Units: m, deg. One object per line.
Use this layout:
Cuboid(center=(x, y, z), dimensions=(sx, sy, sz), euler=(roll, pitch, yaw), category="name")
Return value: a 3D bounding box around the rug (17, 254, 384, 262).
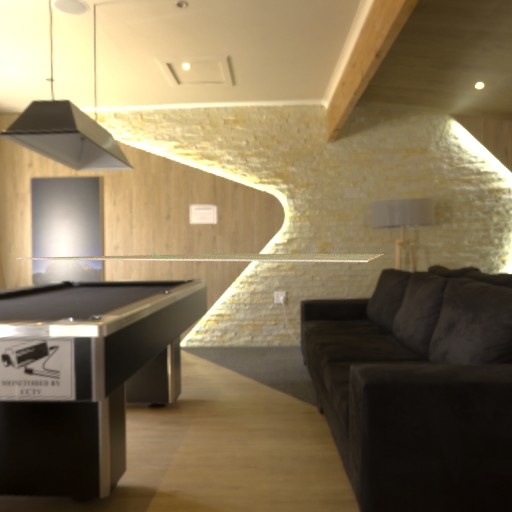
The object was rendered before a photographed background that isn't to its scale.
Cuboid(center=(0.000, 0.000, 2.842), dimensions=(1.524, 0.006, 2.286), euler=(0, 1, 17), category="rug")
